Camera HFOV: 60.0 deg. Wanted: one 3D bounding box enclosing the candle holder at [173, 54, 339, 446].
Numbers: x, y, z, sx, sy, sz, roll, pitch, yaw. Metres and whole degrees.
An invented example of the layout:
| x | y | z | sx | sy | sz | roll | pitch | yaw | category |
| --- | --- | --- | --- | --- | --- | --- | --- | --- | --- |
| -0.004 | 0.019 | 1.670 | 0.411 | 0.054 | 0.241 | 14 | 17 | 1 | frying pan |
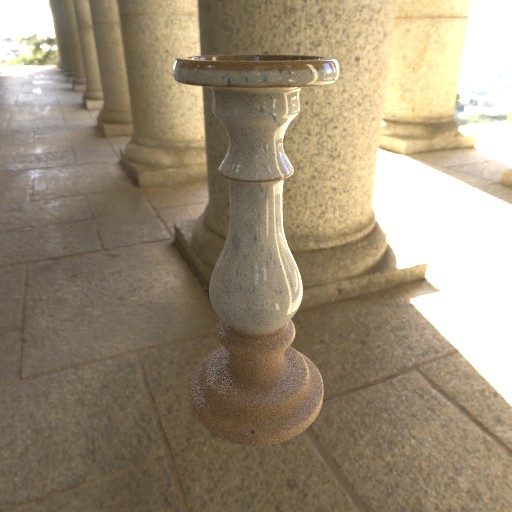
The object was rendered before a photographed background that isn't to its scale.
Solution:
| x | y | z | sx | sy | sz | roll | pitch | yaw | category |
| --- | --- | --- | --- | --- | --- | --- | --- | --- | --- |
| 0.000 | 0.000 | 0.248 | 0.088 | 0.203 | 0.088 | 0 | 27 | 0 | candle holder |
